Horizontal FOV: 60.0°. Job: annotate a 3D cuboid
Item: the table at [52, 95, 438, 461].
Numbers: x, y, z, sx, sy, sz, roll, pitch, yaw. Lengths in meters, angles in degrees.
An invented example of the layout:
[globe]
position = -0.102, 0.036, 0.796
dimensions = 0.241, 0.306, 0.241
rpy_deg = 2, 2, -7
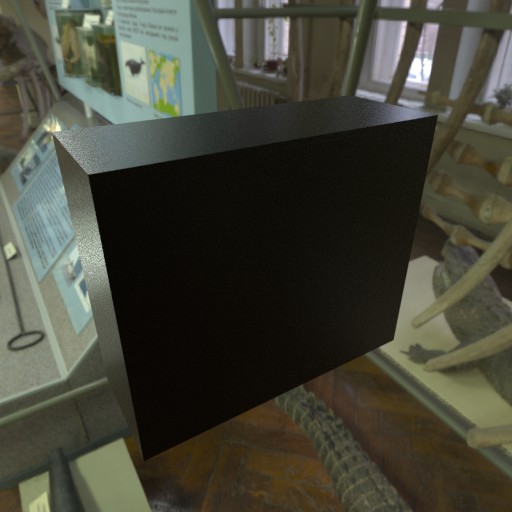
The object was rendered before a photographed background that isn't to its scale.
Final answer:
[table]
position = 0.000, 0.000, 1.330
dimensions = 0.930, 0.790, 0.380
rpy_deg = -17, 34, -27
